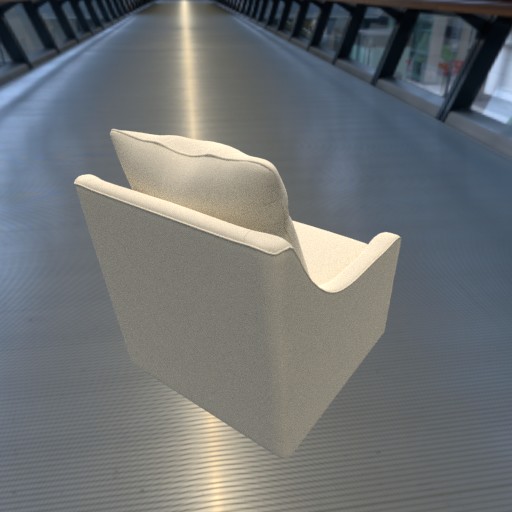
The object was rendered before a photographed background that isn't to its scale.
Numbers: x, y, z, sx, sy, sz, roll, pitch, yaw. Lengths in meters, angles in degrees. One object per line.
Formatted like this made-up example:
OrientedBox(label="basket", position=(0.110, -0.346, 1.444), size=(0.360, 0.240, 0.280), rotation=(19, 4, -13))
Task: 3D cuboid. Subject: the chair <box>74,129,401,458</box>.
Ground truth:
OrientedBox(label="chair", position=(0.000, 0.000, 1.591), size=(0.756, 0.965, 0.876), rotation=(20, 36, 31))
